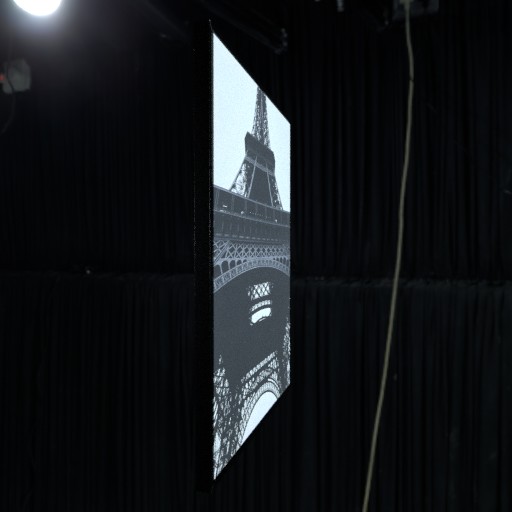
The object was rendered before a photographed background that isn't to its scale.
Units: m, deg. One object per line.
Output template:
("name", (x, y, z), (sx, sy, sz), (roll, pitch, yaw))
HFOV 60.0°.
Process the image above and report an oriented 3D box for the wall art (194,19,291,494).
("wall art", (0.000, 0.000, 1.381), (0.040, 1.062, 0.805), (0, 1, 17))
